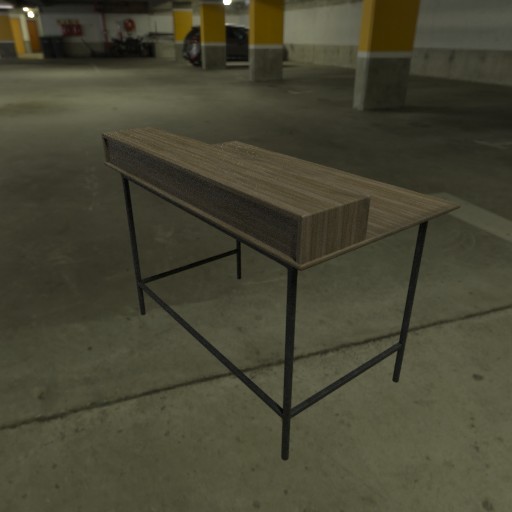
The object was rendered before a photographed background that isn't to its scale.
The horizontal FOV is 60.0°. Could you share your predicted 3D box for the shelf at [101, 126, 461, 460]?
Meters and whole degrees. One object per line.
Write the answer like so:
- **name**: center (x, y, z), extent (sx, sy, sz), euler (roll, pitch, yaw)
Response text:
- **shelf**: center (0.000, 0.000, 1.770), extent (0.685, 0.865, 1.212), euler (-19, 32, -33)
